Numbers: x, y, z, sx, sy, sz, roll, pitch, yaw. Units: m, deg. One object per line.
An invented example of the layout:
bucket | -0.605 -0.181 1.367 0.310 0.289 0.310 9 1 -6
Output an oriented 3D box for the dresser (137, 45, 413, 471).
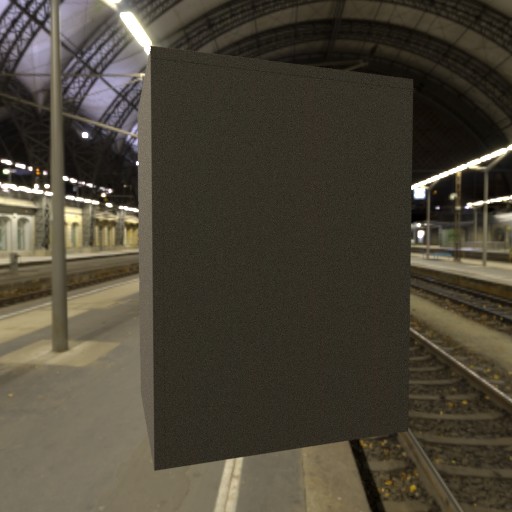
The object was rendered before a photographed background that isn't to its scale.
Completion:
dresser | 0.000 0.000 0.813 0.400 0.560 0.360 -1 2 -18
